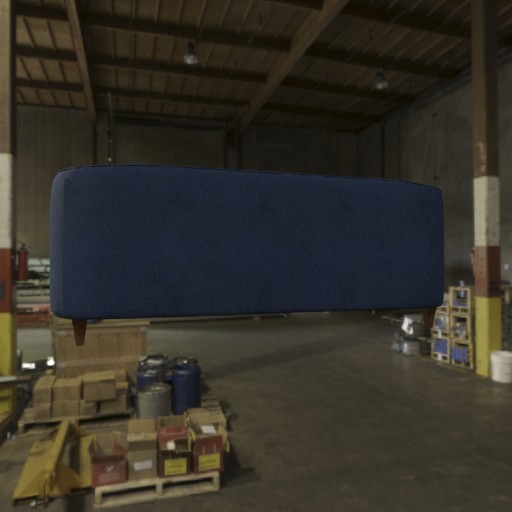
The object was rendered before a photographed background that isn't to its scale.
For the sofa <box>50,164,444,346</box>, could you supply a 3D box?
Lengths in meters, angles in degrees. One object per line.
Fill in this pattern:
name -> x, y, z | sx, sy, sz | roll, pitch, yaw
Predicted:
sofa -> 0.000, 0.000, 2.705 | 2.278, 0.855, 0.941 | 0, -1, -17
